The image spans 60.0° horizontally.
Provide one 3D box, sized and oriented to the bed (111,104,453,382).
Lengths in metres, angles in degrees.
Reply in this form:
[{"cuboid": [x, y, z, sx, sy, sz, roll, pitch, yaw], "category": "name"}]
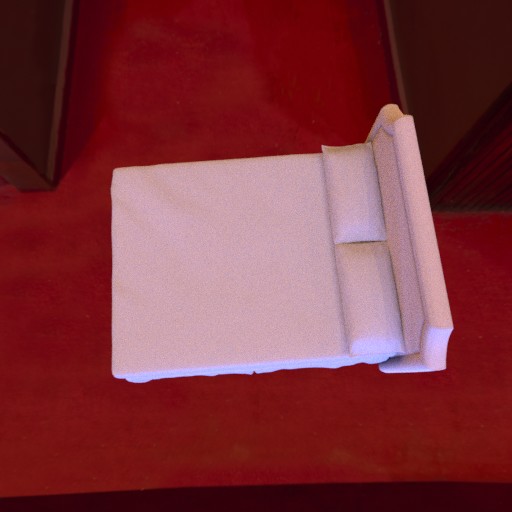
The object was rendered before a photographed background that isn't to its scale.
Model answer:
[{"cuboid": [0.000, 0.000, 3.270, 2.164, 1.297, 1.828, -4, 75, -1], "category": "bed"}]
